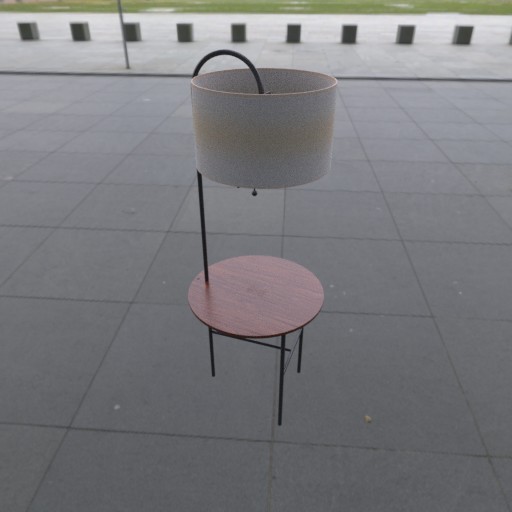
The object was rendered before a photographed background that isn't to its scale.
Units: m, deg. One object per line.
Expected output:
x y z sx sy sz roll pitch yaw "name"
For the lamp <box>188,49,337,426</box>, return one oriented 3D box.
0.000 0.000 1.792 0.573 1.517 0.573 0 31 0 "lamp"
